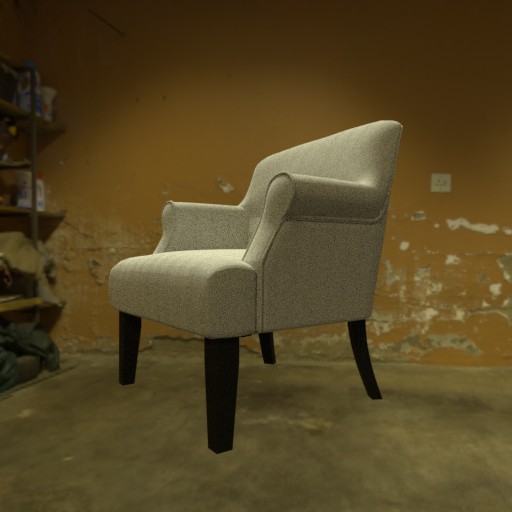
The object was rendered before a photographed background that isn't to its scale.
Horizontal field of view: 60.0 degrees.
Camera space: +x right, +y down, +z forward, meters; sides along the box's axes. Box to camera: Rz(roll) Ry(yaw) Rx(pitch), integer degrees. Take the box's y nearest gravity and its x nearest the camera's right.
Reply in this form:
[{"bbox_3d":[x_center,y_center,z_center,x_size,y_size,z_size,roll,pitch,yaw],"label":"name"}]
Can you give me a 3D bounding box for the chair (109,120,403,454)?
[{"bbox_3d":[0.000,0.000,1.446,0.750,0.875,0.781,0,0,-35],"label":"chair"}]
